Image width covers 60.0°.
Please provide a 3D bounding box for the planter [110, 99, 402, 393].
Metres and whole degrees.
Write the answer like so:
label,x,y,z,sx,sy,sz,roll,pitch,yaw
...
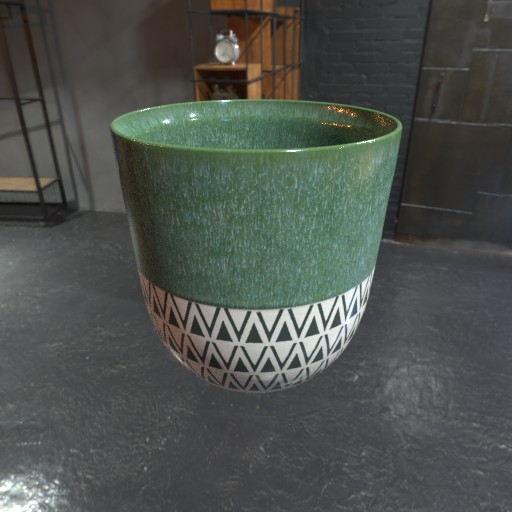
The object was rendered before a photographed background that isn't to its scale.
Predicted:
label,x,y,z,sx,sy,sz,roll,pitch,yaw
planter,0.000,0.000,0.355,0.195,0.214,0.195,0,27,0
